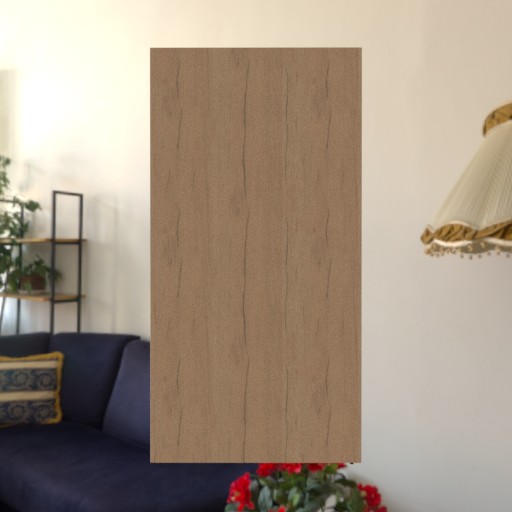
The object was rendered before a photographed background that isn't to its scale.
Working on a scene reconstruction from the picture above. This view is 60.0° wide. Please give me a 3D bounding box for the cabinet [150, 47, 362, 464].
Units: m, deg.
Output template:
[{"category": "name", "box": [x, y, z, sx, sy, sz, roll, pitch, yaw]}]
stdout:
[{"category": "cabinet", "box": [0.000, 0.000, 2.342, 0.980, 1.930, 0.580, 0, 0, 0]}]
